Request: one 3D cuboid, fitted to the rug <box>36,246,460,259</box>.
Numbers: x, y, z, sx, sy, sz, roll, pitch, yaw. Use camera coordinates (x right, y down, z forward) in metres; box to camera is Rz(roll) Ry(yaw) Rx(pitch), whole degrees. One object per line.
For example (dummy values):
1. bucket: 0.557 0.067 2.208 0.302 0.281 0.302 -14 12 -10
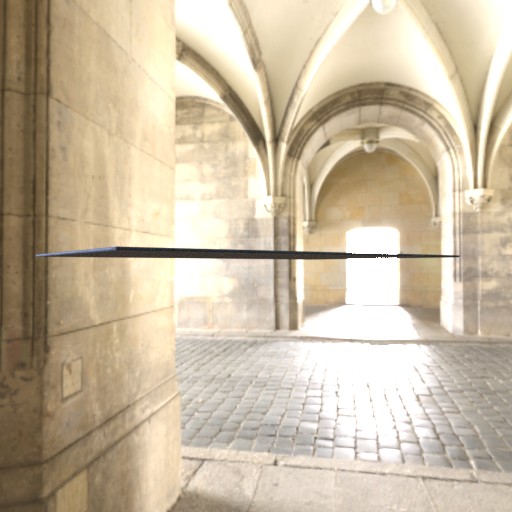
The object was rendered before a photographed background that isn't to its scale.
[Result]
1. rug: 0.000 0.000 3.002 2.441 0.015 1.526 1 -2 -37
